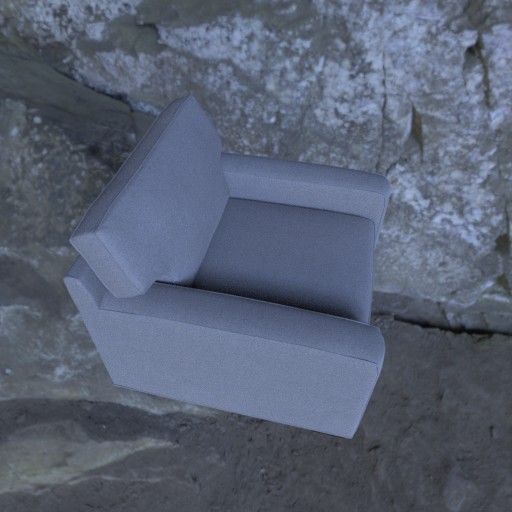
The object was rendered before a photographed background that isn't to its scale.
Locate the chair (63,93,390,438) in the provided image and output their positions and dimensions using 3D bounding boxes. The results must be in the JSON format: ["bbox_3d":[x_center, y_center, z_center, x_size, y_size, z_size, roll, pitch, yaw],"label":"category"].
[{"bbox_3d":[0.000,0.000,1.851,1.044,0.934,0.999,10,47,9],"label":"chair"}]
